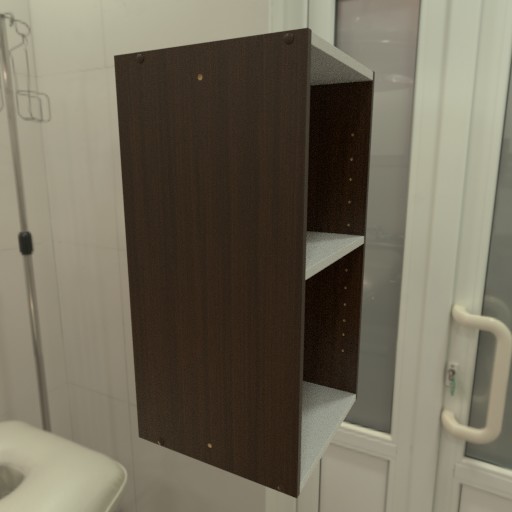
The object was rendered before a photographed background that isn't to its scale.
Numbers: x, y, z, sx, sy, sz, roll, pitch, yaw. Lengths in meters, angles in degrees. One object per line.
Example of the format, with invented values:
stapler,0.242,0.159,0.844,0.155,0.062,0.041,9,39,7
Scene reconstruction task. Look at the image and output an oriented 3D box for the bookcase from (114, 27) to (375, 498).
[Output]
bookcase,0.000,0.000,0.744,0.290,0.600,0.300,7,14,28
